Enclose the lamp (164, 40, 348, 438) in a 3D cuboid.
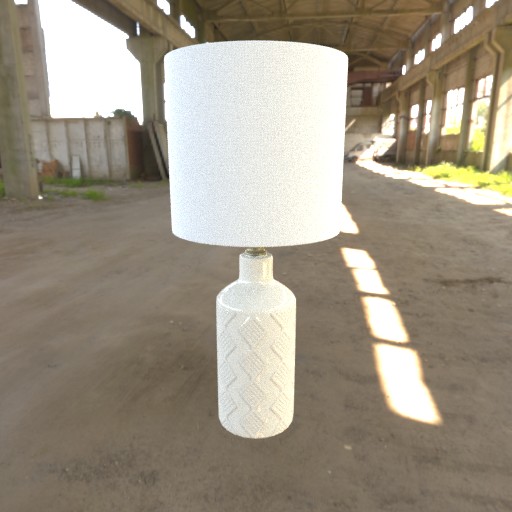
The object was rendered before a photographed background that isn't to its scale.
[{"bbox_3d":[0.000,0.000,0.564,0.207,0.461,0.207,-7,16,-26],"label":"lamp"}]
